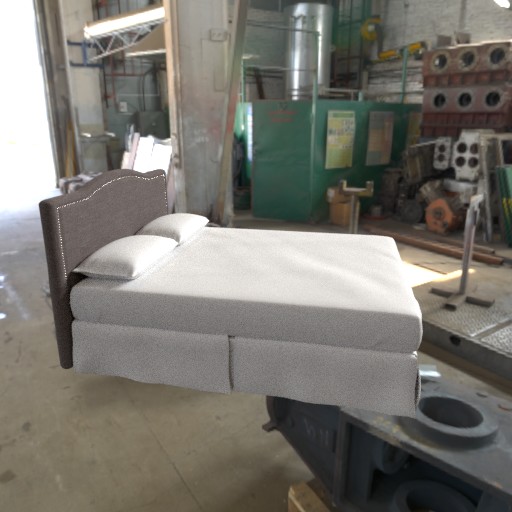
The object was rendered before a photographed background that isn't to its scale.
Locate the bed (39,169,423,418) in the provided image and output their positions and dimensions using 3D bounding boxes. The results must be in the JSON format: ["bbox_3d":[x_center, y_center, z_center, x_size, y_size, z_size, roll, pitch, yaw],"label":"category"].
[{"bbox_3d":[0.000,0.000,3.953,2.689,1.457,2.161,4,18,11],"label":"bed"}]
